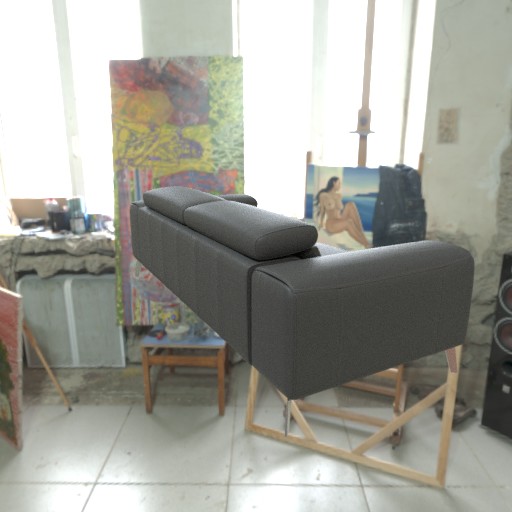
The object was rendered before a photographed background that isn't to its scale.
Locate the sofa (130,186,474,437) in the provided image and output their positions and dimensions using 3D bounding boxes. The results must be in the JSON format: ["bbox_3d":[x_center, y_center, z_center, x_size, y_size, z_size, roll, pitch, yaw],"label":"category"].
[{"bbox_3d":[0.000,0.000,2.775,1.023,0.759,2.321,-8,17,-28],"label":"sofa"}]
